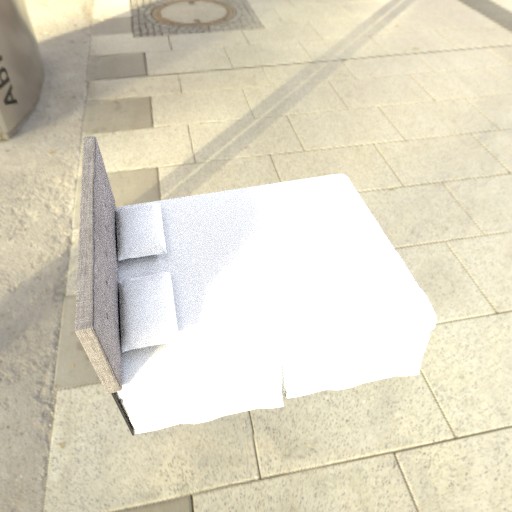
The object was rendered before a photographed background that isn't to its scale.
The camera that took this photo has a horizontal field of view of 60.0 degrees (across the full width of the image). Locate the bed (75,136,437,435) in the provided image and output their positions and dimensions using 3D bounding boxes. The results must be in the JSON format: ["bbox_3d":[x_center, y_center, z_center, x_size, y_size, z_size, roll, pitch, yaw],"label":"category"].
[{"bbox_3d":[0.000,0.000,2.977,1.958,1.168,1.621,-10,47,-9],"label":"bed"}]
